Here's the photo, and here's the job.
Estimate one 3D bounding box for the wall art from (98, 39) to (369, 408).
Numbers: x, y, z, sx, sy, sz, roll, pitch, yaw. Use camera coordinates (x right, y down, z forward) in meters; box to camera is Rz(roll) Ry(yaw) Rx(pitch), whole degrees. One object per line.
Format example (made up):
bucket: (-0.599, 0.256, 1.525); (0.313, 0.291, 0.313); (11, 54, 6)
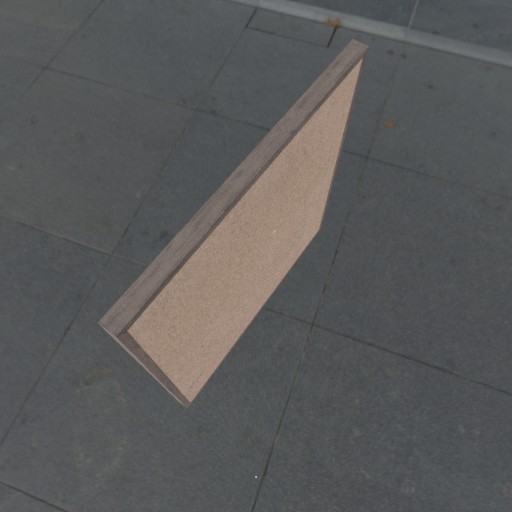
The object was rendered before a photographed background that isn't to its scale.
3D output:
wall art: (0.000, 0.000, 1.133); (0.038, 0.762, 0.762); (32, 68, 15)
